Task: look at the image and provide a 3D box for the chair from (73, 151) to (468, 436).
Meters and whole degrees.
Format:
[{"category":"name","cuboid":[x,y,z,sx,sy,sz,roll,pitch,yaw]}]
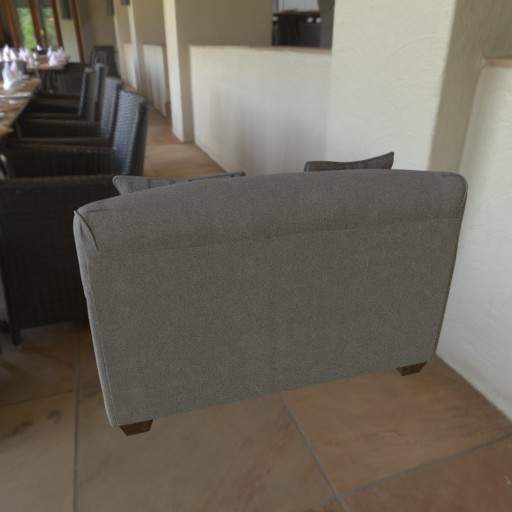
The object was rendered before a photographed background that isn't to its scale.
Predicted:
[{"category":"chair","cuboid":[0.000,0.000,2.020,1.395,0.953,0.992,-7,27,-15]}]
